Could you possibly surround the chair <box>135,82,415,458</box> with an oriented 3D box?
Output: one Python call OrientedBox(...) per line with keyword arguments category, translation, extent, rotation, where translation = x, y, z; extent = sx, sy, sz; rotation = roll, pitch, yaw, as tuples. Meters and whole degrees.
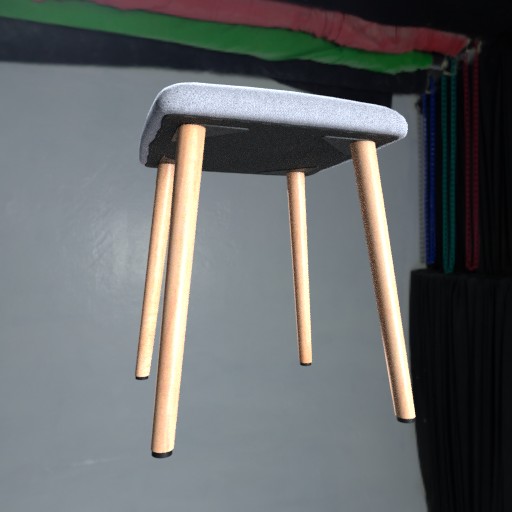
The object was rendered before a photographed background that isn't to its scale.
OrientedBox(category="chair", translation=(0.000, 0.000, 0.694), extent=(0.350, 0.440, 0.350), rotation=(0, 0, -18))
